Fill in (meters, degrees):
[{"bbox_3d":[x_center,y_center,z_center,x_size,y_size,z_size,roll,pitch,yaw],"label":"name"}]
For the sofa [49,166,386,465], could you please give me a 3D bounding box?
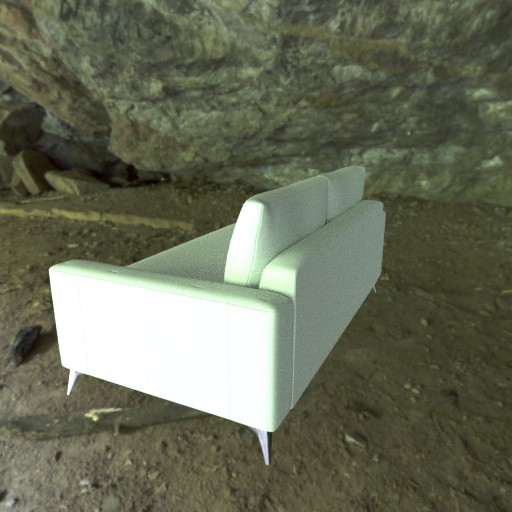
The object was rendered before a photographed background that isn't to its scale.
[{"bbox_3d":[0.000,0.000,2.128,0.920,0.790,1.650,8,18,25],"label":"sofa"}]
